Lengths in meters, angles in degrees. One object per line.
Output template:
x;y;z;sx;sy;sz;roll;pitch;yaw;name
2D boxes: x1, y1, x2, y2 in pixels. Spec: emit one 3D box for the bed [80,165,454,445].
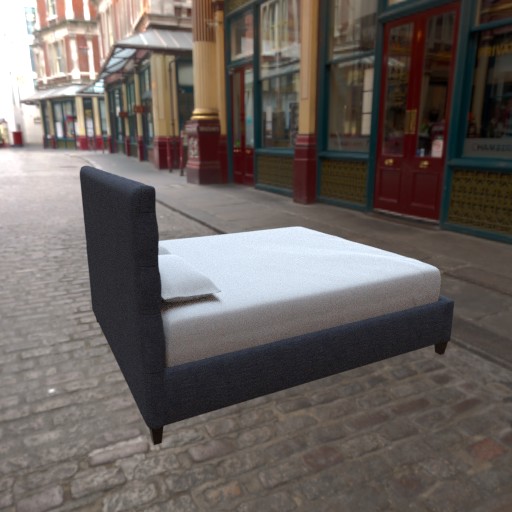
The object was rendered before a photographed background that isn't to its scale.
0.000;0.000;3.655;2.387;1.427;2.078;-8;16;-27;bed
